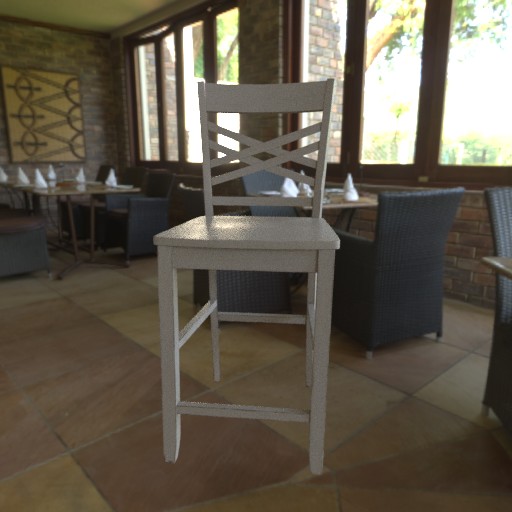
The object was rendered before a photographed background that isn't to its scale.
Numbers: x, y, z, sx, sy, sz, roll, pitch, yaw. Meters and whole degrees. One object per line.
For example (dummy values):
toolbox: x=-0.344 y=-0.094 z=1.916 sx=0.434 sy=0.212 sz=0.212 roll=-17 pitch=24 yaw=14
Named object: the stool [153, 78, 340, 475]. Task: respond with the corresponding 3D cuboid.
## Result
stool: x=0.000 y=0.000 z=1.341 sx=0.462 sy=1.079 sz=0.539 roll=2 pitch=13 yaw=7
